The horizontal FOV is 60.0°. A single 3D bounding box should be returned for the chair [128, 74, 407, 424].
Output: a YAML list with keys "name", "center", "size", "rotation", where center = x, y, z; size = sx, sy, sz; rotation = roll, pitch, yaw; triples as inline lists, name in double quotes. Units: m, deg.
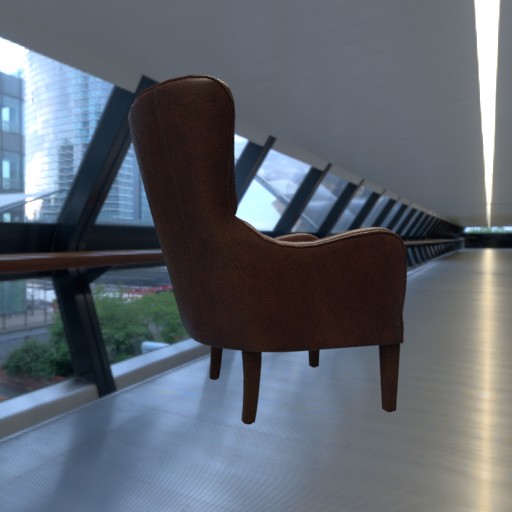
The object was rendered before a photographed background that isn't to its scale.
- name: "chair"
  center: [0.000, 0.000, 1.659]
  size: [0.914, 1.048, 0.692]
  rotation: [0, 1, -18]
